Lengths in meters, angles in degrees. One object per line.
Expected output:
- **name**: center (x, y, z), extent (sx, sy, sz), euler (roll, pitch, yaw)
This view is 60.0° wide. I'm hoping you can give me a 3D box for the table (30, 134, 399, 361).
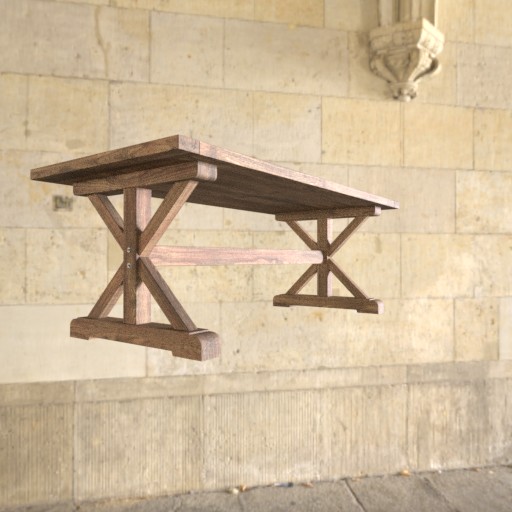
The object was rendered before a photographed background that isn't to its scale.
- **table**: center (0.000, 0.000, 2.445), extent (0.907, 0.733, 2.031), euler (0, -1, 36)
